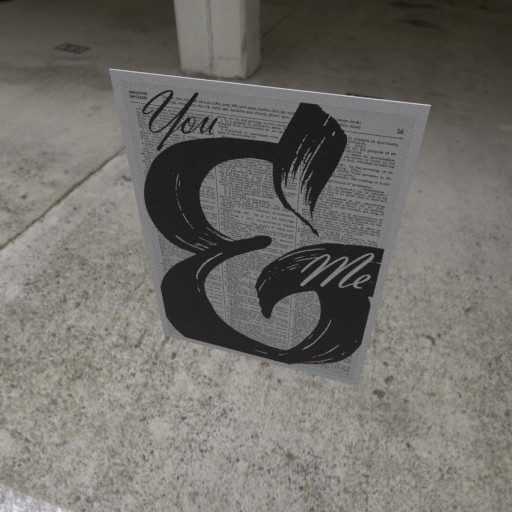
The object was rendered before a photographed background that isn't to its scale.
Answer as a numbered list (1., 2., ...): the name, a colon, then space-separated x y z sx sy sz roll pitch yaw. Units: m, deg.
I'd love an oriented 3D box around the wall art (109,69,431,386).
1. wall art: 0.000 0.000 0.802 0.457 0.609 0.003 12 42 13
